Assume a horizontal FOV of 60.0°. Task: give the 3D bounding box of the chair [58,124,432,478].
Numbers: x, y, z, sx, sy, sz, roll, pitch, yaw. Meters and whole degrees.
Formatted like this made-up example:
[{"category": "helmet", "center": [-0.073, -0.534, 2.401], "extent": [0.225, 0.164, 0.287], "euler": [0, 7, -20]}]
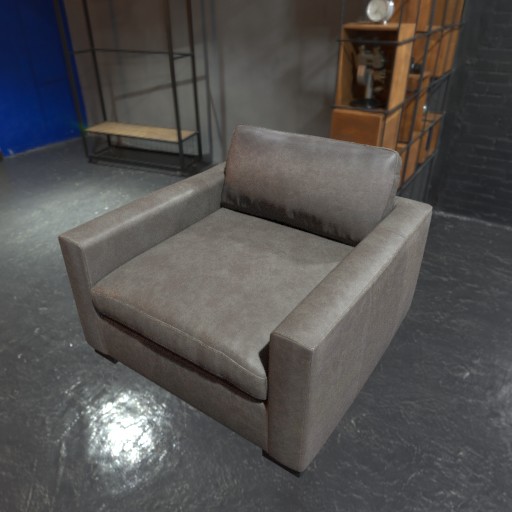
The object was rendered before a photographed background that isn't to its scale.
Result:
[{"category": "chair", "center": [0.000, 0.000, 1.801], "extent": [1.106, 0.807, 1.080], "euler": [20, 36, 29]}]
